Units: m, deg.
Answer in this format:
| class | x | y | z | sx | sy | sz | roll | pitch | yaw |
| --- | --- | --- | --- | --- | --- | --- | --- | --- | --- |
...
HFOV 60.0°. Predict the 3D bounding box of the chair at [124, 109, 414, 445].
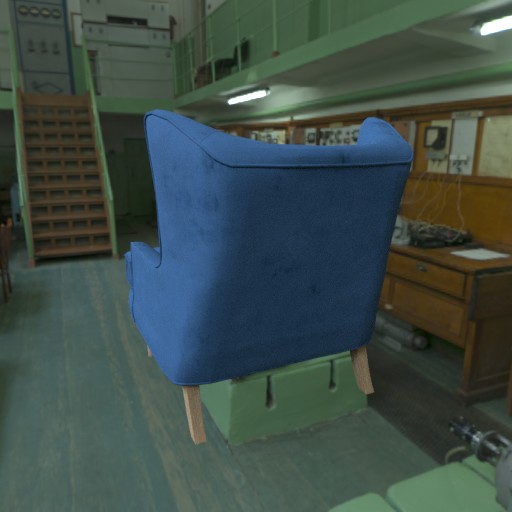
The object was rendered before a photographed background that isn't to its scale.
| class | x | y | z | sx | sy | sz | roll | pitch | yaw |
| --- | --- | --- | --- | --- | --- | --- | --- | --- | --- |
| chair | 0.000 | 0.000 | 1.583 | 0.793 | 0.952 | 0.910 | -7 | 15 | -25 |
